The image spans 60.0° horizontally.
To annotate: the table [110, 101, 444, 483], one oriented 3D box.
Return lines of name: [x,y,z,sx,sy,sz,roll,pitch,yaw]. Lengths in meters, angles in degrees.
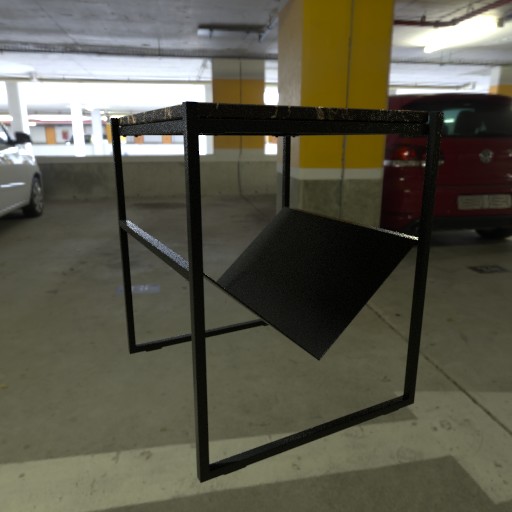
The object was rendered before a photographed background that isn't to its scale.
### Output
table: [0.000,0.000,0.877,0.432,0.534,0.469,-8,17,-27]
